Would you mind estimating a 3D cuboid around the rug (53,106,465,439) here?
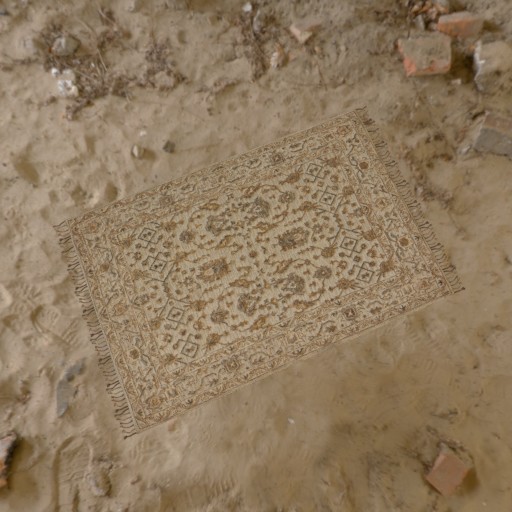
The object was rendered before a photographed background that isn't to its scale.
[{"bbox_3d":[0.000,0.000,3.027,2.434,0.027,1.529,-22,76,-6],"label":"rug"}]
